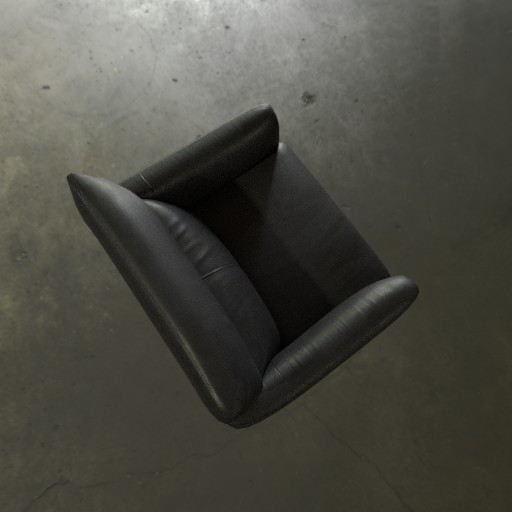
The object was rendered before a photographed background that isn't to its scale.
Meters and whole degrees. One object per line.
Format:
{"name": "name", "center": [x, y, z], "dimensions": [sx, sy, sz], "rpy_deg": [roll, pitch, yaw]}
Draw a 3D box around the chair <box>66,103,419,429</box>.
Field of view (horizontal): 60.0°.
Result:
{"name": "chair", "center": [0.000, 0.000, 1.639], "dimensions": [0.809, 0.949, 0.976], "rpy_deg": [-35, 78, -8]}
